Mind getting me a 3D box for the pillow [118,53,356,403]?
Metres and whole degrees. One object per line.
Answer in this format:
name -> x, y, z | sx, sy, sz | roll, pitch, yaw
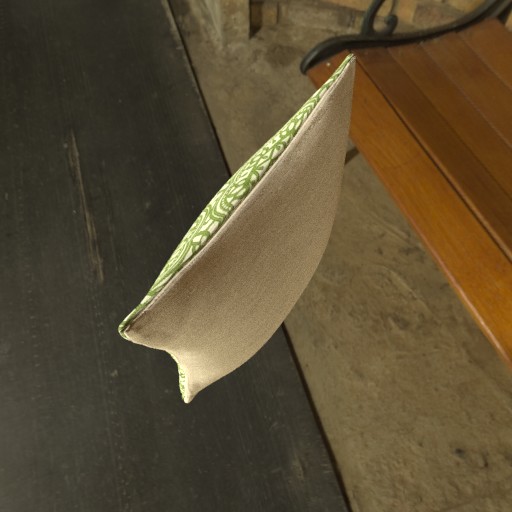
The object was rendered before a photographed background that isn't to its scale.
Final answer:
pillow -> 0.000, 0.000, 0.661 | 0.162, 0.419, 0.440 | 32, 68, 14
